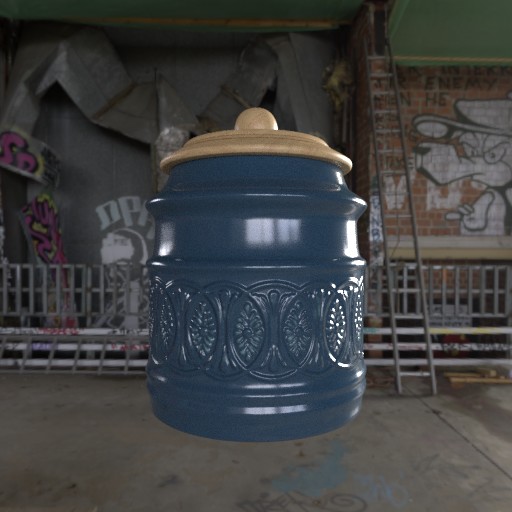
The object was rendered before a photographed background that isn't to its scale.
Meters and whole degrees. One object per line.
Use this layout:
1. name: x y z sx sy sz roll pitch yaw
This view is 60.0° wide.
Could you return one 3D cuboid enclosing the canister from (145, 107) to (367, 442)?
1. canister: 0.000 0.000 0.267 0.130 0.176 0.130 0 1 0
